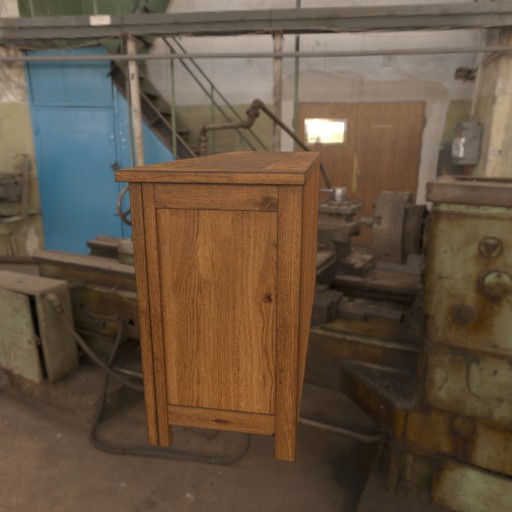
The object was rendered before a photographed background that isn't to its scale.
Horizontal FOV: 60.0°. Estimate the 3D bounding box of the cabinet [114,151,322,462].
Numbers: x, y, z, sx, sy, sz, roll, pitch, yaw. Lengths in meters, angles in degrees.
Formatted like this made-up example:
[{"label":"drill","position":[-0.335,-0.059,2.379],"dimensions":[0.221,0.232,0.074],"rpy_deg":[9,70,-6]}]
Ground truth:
[{"label":"cabinet","position":[0.000,0.000,1.870],"dimensions":[0.480,0.813,1.474],"rpy_deg":[3,15,9]}]
